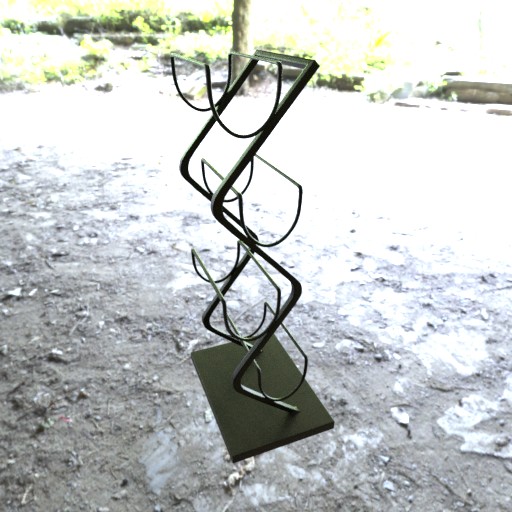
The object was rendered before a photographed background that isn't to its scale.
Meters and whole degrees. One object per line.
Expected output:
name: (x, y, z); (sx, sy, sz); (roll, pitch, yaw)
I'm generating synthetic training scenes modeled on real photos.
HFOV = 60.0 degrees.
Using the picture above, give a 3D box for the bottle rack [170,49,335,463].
bottle rack: (0.000, 0.000, 0.674); (0.178, 0.559, 0.254); (-11, 31, -19)
